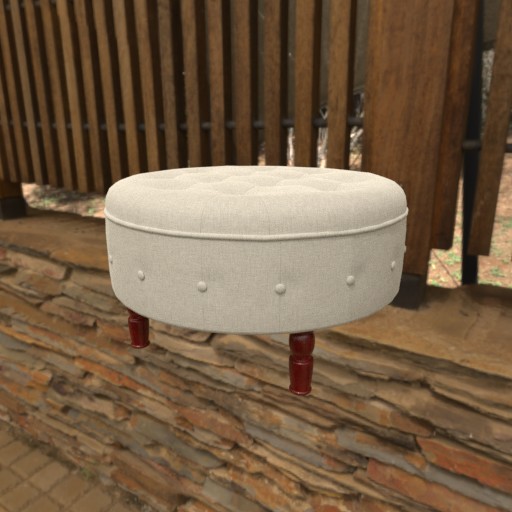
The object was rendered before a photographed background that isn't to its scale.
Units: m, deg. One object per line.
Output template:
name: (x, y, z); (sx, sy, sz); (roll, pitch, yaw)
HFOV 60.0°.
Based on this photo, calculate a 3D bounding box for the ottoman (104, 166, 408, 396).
ottoman: (0.000, 0.000, 1.346); (0.850, 0.483, 0.850); (0, 16, 0)
